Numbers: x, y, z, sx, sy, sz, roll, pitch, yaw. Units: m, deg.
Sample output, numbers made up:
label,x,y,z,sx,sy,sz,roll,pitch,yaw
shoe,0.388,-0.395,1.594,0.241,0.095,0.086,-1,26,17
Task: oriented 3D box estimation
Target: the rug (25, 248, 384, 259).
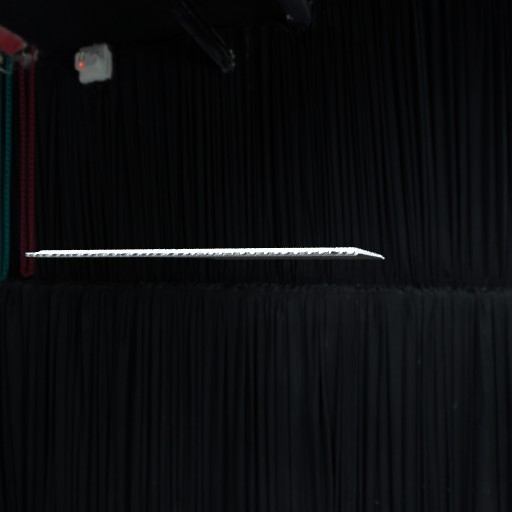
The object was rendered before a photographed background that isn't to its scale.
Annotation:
label,x,y,z,sx,sy,sz,roll,pitch,yaw
rug,0.000,0.000,2.853,1.494,0.031,2.307,0,-1,18
